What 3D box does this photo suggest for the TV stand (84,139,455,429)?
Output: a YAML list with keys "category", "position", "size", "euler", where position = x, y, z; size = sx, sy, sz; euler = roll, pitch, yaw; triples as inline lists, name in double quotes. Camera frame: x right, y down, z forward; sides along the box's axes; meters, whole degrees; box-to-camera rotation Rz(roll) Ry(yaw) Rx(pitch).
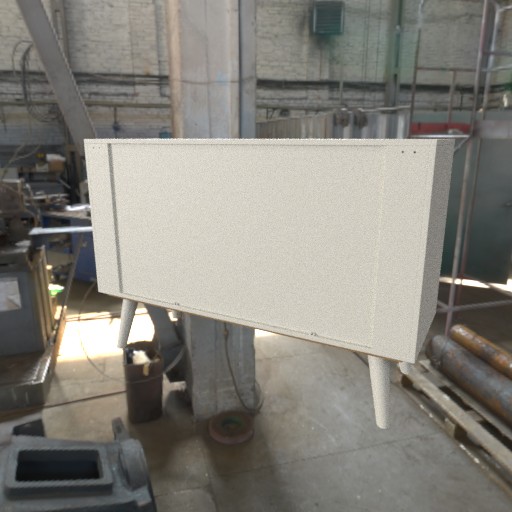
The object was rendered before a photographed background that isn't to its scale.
- category: "TV stand"
  position: [0.000, 0.000, 1.592]
  size: [1.193, 0.812, 0.406]
  euler: [8, 17, 28]
